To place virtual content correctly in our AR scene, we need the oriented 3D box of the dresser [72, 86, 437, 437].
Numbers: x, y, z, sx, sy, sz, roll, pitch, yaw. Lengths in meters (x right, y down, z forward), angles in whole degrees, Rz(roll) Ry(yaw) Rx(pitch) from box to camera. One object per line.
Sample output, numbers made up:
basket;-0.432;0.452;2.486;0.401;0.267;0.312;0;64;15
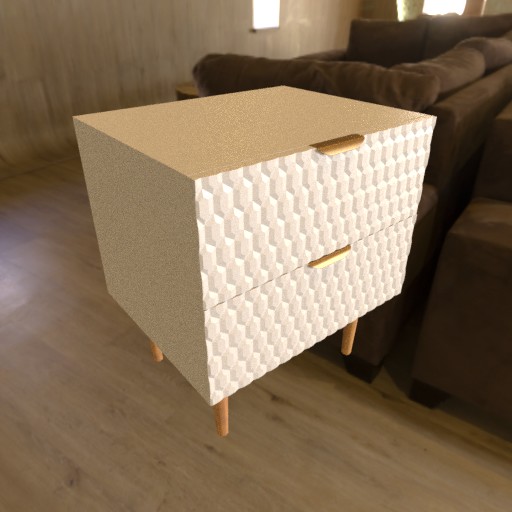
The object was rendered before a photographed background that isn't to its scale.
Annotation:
dresser;0.000;0.000;0.925;0.503;0.568;0.414;-22;37;-33
